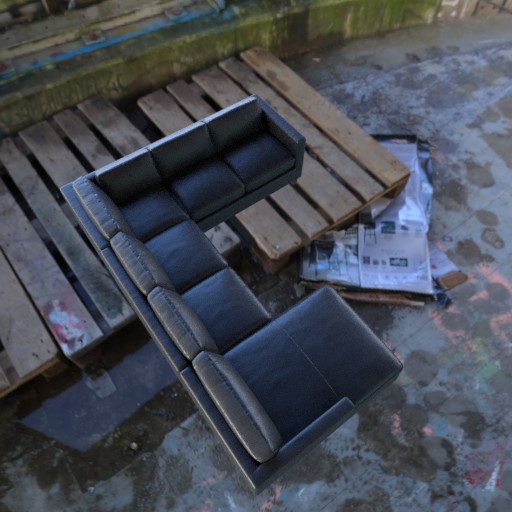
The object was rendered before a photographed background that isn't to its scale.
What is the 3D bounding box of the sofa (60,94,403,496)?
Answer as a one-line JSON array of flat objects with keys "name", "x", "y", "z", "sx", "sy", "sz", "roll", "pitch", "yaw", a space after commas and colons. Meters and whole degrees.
[{"name": "sofa", "x": 0.000, "y": 0.000, "z": 4.342, "sx": 2.452, "sy": 0.891, "sz": 3.324, "roll": -32, "pitch": 63, "yaw": -18}]
